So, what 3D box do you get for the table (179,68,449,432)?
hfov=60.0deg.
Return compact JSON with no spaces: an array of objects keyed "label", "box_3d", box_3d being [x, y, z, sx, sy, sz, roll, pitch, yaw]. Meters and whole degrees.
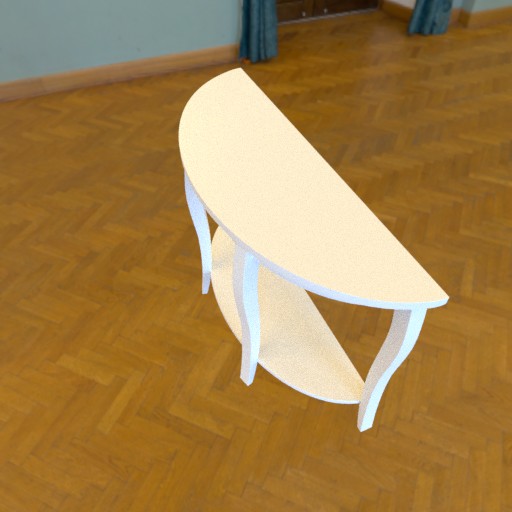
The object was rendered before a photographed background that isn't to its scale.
[{"label":"table","box_3d":[0.000,0.000,1.578,0.394,0.780,1.219,-17,50,-16]}]
